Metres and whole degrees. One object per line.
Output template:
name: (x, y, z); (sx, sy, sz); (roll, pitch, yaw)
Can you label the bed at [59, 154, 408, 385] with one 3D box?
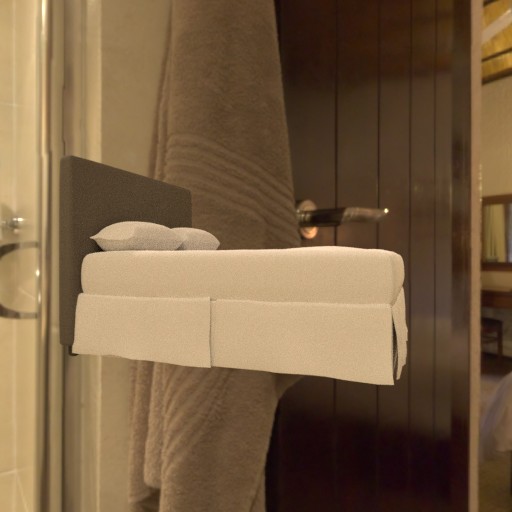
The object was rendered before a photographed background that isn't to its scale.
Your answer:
bed: (0.000, 0.000, 3.312); (2.142, 1.330, 1.723); (0, 0, 20)
